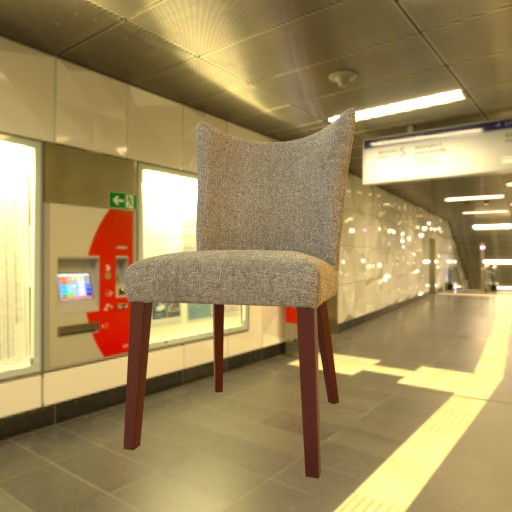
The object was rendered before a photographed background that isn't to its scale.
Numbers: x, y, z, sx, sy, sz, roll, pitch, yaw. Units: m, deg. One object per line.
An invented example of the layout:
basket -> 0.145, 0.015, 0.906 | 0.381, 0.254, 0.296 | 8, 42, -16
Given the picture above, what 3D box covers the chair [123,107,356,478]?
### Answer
chair -> 0.000, 0.000, 1.281 | 0.535, 0.924, 0.623 | 0, 0, 18
